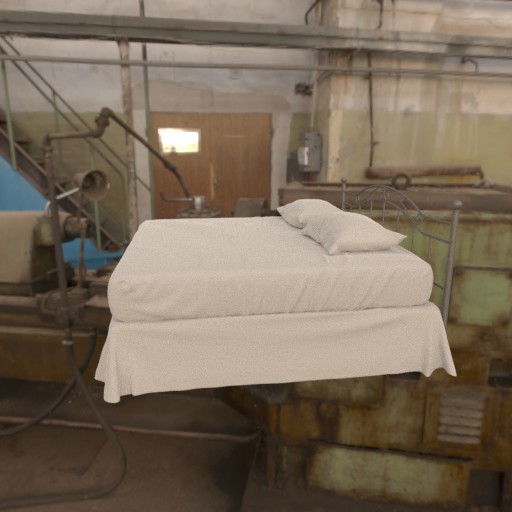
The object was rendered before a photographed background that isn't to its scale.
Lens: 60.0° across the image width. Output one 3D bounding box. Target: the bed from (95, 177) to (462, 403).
[{"bbox_3d":[0.000,0.000,3.528,2.220,1.080,2.309,-2,14,-8],"label":"bed"}]
